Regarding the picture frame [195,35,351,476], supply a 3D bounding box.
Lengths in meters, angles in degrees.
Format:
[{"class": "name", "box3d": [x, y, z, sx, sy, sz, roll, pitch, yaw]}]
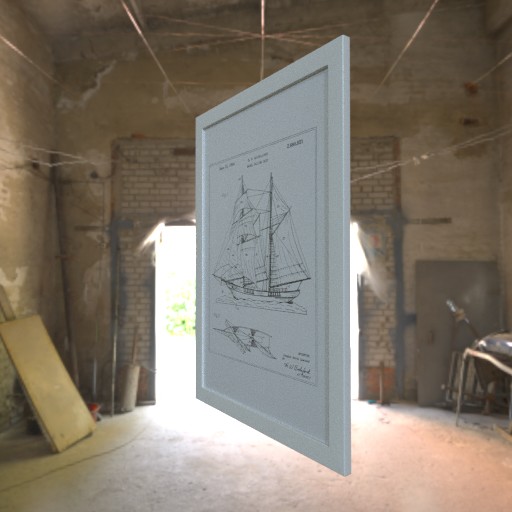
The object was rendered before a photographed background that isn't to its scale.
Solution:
[{"class": "picture frame", "box3d": [0.000, 0.000, 0.692, 0.012, 0.534, 0.381, 1, -1, -36]}]
